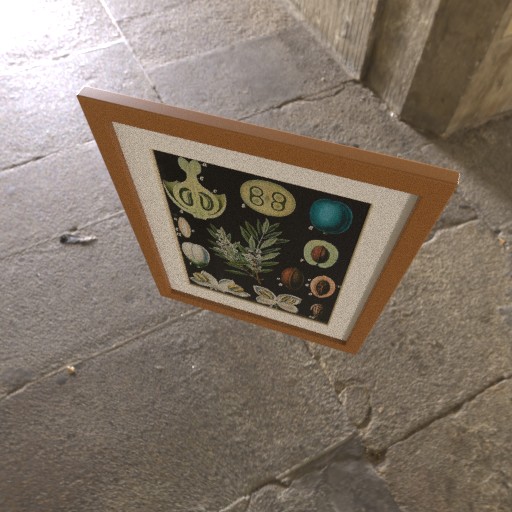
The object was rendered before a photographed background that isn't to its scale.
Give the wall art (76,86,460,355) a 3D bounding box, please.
[{"bbox_3d":[0.000,0.000,0.737,0.449,0.550,0.021,16,60,9],"label":"wall art"}]
